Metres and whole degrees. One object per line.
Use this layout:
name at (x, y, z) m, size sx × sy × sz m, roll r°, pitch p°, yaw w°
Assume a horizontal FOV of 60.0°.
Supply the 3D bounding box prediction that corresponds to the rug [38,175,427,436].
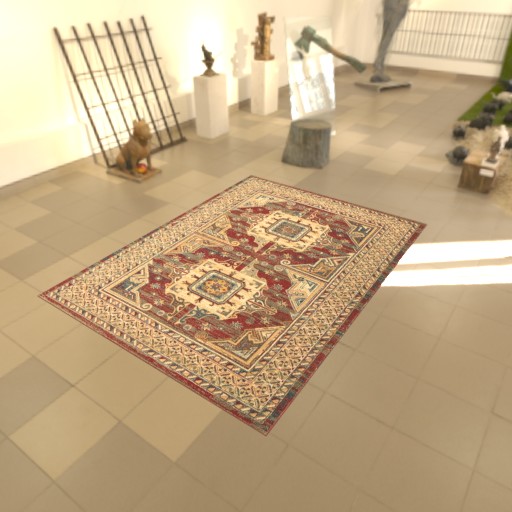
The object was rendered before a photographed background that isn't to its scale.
rug at (0.000, 0.000, 4.362) m, size 2.381 × 0.013 × 3.197 m, roll 21°, pitch 39°, yaw 29°
